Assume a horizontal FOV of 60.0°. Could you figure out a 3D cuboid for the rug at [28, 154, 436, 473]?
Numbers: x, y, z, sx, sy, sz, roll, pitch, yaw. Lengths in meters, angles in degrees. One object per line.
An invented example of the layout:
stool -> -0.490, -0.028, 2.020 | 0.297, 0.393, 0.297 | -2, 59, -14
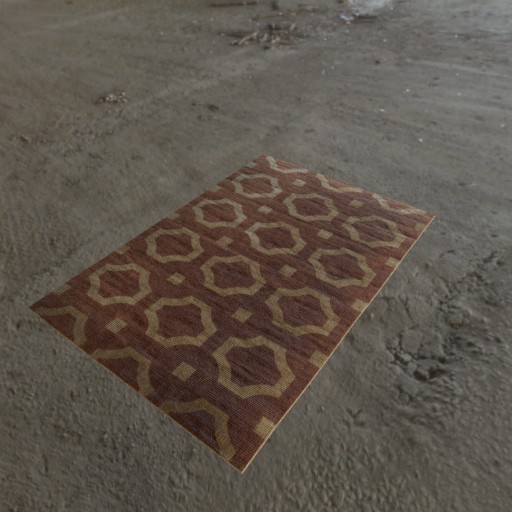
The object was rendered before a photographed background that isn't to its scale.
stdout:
rug -> 0.000, 0.000, 2.877 | 1.555, 0.016, 2.286 | 26, 47, 27
